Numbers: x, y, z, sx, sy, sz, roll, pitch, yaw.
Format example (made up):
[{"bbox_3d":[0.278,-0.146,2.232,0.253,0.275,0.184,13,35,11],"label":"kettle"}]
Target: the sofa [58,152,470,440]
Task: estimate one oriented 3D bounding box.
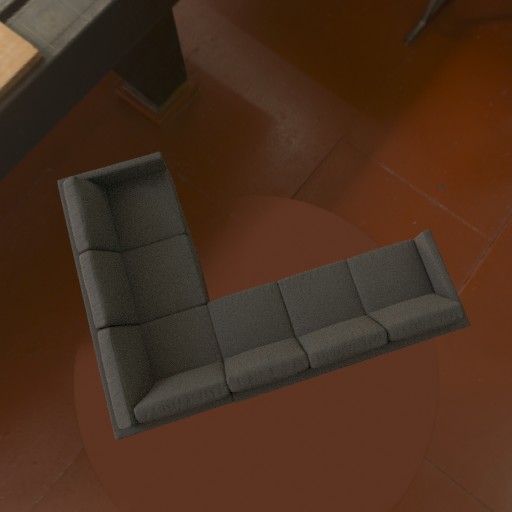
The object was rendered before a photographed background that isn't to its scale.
[{"bbox_3d":[0.000,0.000,4.254,3.182,0.871,2.432,-17,77,-4],"label":"sofa"}]
